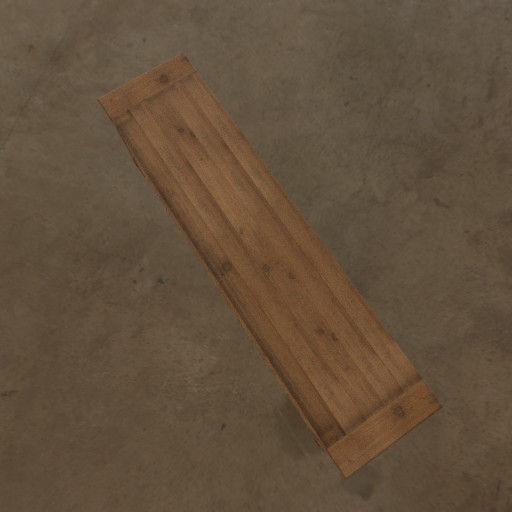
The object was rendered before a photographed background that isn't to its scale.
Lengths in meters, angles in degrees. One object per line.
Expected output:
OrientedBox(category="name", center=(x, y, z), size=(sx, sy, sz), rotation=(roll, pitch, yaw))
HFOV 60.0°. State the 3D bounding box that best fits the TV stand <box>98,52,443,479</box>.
OrientedBox(category="TV stand", center=(0.000, 0.000, 2.030), size=(0.453, 0.573, 1.804), rotation=(-33, 77, -8))
